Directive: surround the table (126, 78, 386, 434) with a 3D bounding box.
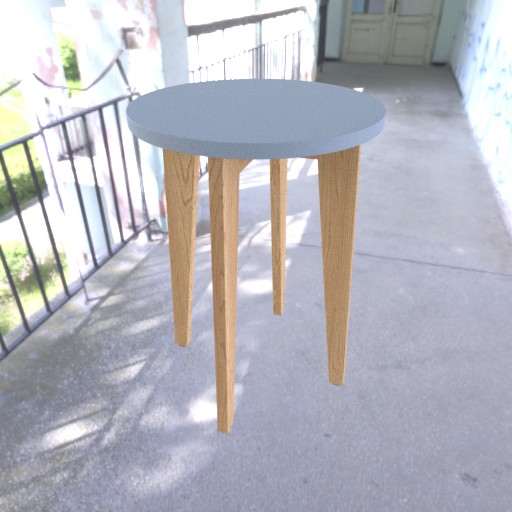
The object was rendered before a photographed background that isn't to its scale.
[{"bbox_3d":[0.000,0.000,0.746,0.350,0.500,0.350,0,32,0],"label":"table"}]
